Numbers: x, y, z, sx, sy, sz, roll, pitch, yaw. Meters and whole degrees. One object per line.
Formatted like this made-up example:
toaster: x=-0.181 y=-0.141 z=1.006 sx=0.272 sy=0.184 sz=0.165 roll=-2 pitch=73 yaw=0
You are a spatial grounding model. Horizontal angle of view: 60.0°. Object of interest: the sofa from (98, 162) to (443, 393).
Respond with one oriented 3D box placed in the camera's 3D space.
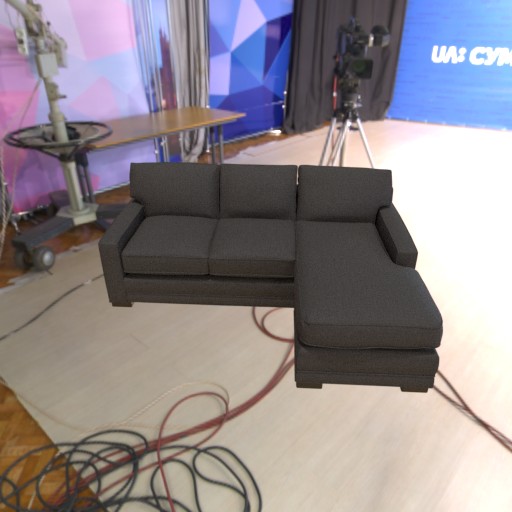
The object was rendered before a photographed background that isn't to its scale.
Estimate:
sofa: x=0.000 y=0.000 z=3.382 sx=2.370 sy=0.973 sz=1.790 roll=2 pitch=30 yaw=3
